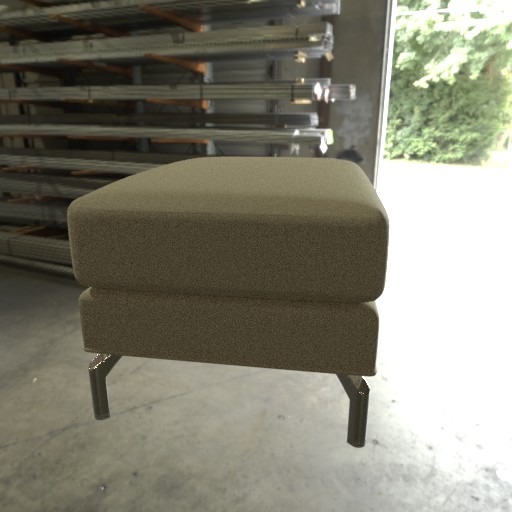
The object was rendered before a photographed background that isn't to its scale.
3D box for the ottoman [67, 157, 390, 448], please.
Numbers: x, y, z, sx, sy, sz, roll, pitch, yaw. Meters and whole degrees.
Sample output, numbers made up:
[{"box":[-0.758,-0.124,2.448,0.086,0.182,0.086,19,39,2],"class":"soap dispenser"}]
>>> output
[{"box":[0.000,0.000,1.192,0.581,0.497,0.835,3,17,9],"class":"ottoman"}]
